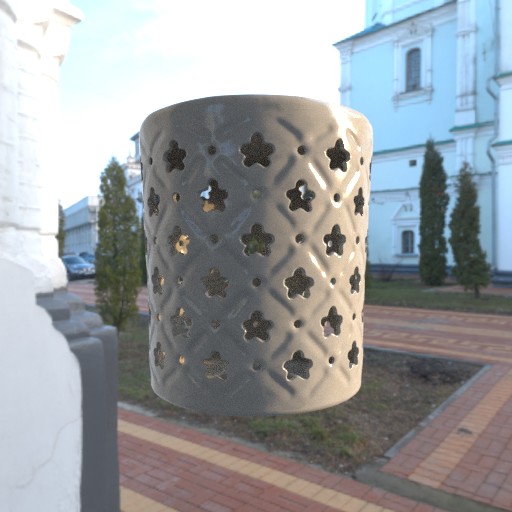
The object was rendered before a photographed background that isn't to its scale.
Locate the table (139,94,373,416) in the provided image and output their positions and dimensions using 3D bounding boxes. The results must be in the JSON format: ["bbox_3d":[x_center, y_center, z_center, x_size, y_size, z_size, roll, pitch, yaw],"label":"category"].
[{"bbox_3d":[0.000,0.000,0.685,0.352,0.387,0.352,0,0,0],"label":"table"}]
